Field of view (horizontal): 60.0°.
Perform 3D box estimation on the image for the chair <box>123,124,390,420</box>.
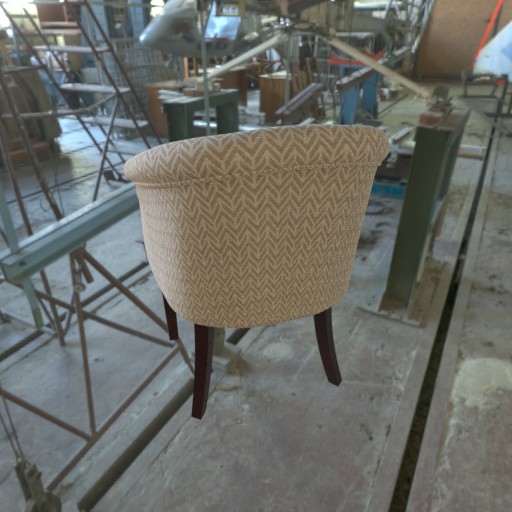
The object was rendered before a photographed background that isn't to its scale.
[{"bbox_3d":[0.000,0.000,1.317,0.686,0.858,0.613,-8,29,-15],"label":"chair"}]
